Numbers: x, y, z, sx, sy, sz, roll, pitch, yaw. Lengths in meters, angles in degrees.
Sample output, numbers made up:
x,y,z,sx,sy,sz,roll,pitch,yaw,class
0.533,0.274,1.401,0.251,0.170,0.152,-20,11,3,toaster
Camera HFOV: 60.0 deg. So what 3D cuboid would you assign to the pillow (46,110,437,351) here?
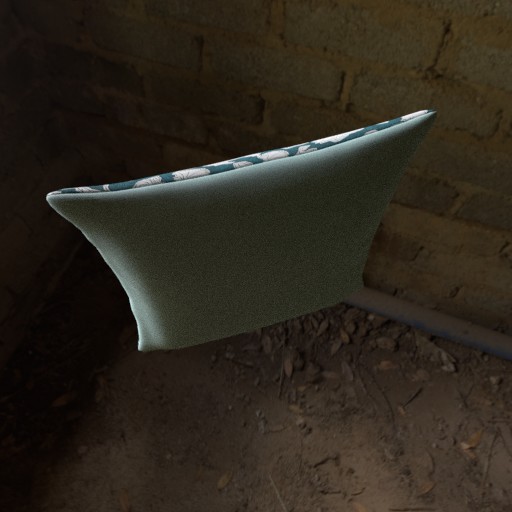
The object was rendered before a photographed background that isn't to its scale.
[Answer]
x,y,z,sx,sy,sz,roll,pitch,yaw,class
0.000,0.000,0.780,0.525,0.508,0.166,-15,58,-10,pillow
